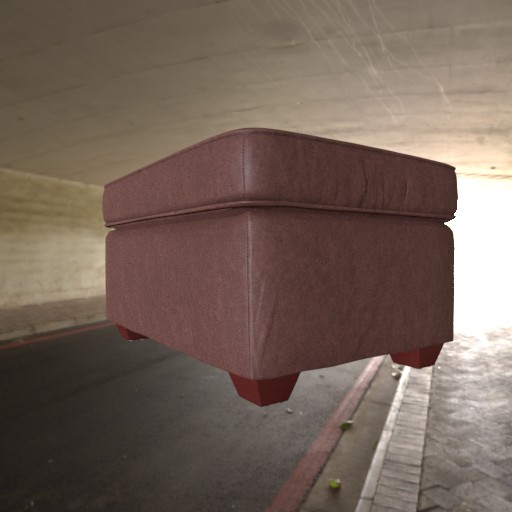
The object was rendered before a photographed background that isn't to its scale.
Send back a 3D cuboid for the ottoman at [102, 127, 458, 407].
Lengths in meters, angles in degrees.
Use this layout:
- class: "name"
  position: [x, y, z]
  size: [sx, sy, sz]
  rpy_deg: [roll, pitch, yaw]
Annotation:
- class: "ottoman"
  position: [0.000, 0.000, 1.058]
  size: [0.548, 0.449, 0.749]
  rpy_deg: [0, 1, -35]
